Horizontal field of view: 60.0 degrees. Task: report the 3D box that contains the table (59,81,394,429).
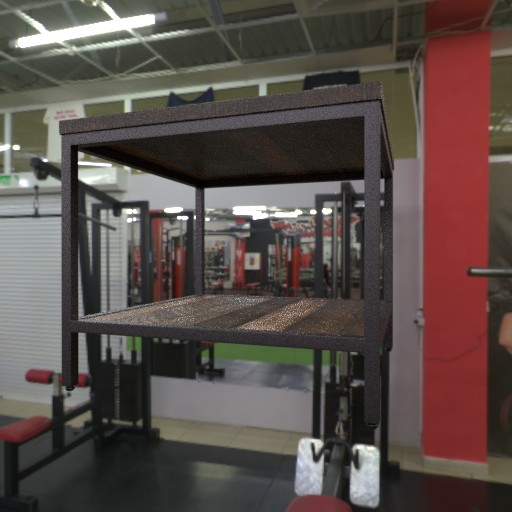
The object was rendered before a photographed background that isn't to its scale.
[{"bbox_3d":[0.000,0.000,0.956,0.553,0.482,0.548,0,0,19],"label":"table"}]
